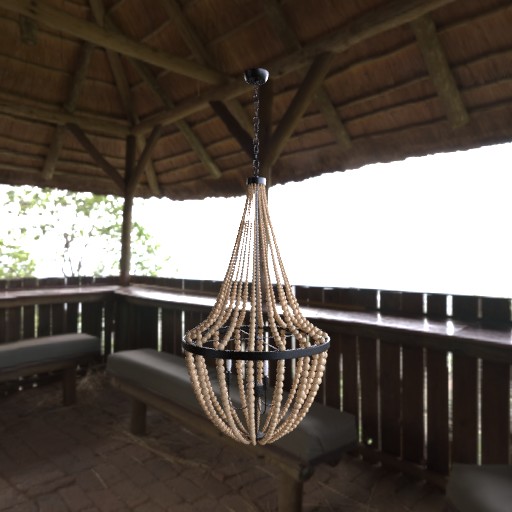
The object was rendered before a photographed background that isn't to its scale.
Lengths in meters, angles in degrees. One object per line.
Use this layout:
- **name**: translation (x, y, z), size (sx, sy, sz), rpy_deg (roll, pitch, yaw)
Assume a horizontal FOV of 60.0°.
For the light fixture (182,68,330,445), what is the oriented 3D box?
- **light fixture**: translation (0.000, 0.000, 1.372), size (0.450, 1.133, 0.450), rpy_deg (0, 0, 0)
